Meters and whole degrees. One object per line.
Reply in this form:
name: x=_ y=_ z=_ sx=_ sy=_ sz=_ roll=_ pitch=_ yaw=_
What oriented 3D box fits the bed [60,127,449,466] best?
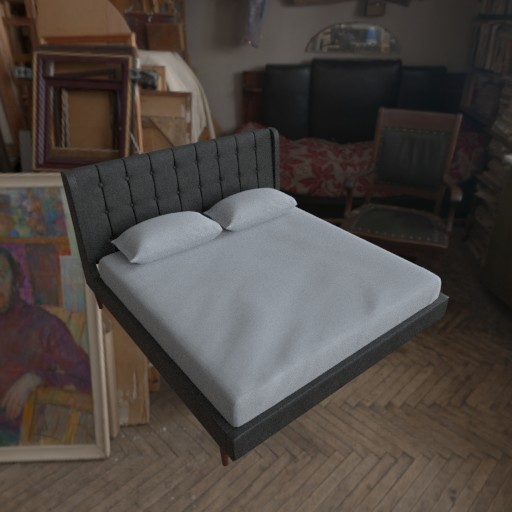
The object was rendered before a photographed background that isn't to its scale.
bed: x=0.000 y=0.000 z=3.203 sx=1.903 sy=1.158 sz=2.031 roll=-22 pitch=37 yaw=-32
